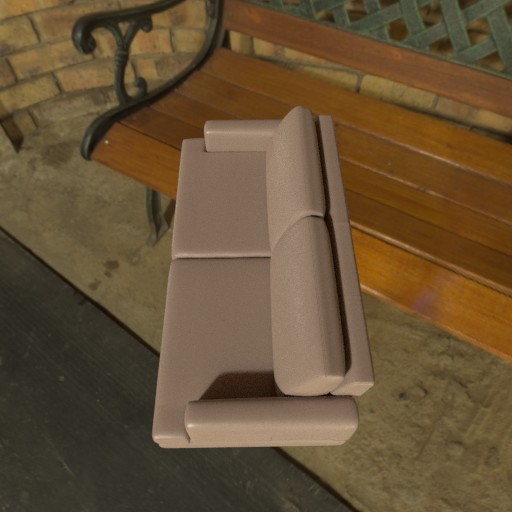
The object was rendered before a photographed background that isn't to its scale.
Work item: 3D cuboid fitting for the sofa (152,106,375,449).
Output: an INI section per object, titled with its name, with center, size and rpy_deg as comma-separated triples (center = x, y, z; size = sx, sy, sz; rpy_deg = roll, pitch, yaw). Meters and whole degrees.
[sofa]
center = 0.000, 0.000, 2.488
size = 0.974, 0.765, 1.940
rpy_deg = -1, 58, 0
